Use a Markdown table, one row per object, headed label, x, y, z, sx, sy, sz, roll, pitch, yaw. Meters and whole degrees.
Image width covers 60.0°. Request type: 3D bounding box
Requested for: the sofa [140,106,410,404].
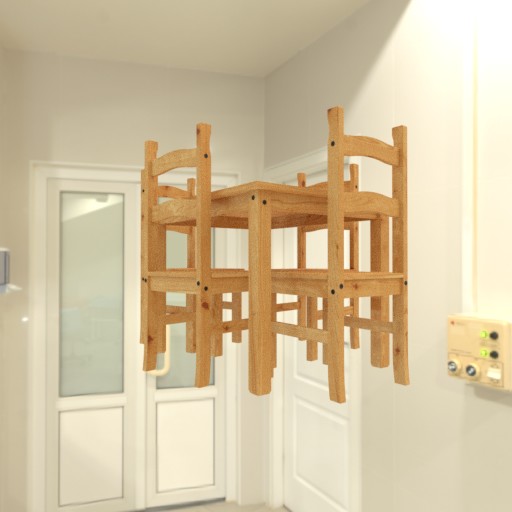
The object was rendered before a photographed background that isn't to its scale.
| label | x | y | z | sx | sy | sz | roll | pitch | yaw |
| --- | --- | --- | --- | --- | --- | --- | --- | --- | --- |
| sofa | 0.000 | 0.000 | 2.223 | 1.144 | 1.000 | 1.529 | 0 | -1 | -36 |
